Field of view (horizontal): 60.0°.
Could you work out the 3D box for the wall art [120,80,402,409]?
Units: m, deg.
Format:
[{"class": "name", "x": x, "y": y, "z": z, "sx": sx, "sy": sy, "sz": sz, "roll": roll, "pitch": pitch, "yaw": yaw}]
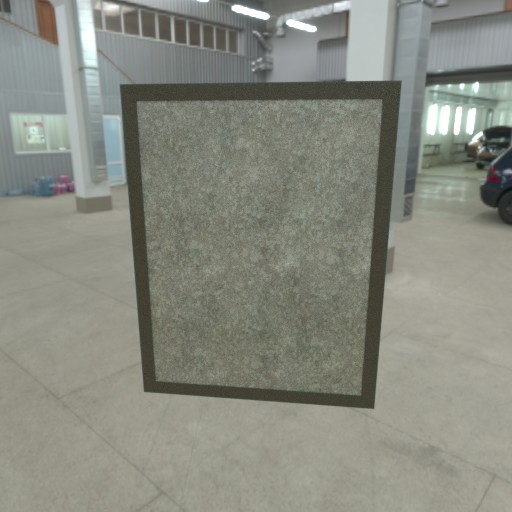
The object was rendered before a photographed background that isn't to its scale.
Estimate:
[{"class": "wall art", "x": 0.000, "y": 0.000, "z": 1.345, "sx": 0.767, "sy": 0.983, "sz": 0.030, "roll": 2, "pitch": 16, "yaw": 7}]
